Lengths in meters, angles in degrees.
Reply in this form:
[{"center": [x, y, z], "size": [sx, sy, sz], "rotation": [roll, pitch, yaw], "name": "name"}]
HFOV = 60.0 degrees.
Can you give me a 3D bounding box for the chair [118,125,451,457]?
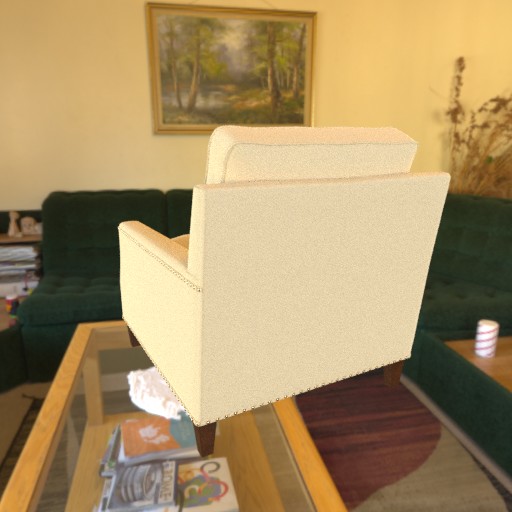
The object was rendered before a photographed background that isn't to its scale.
[{"center": [0.000, 0.000, 1.699], "size": [0.853, 0.943, 1.014], "rotation": [-8, 17, -28], "name": "chair"}]
